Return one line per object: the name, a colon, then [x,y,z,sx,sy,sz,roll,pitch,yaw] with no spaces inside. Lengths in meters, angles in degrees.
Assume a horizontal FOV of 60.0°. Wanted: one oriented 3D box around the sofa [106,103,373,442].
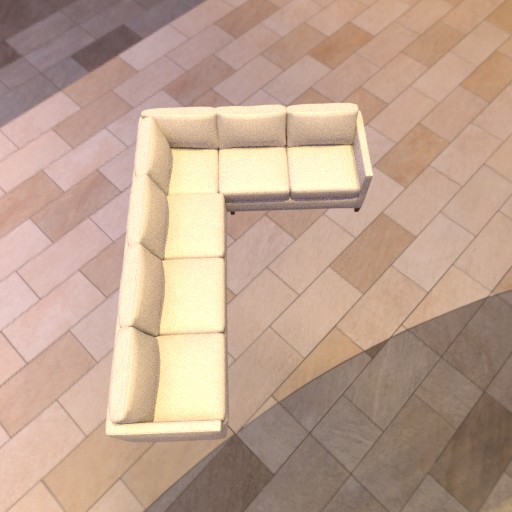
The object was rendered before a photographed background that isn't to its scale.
sofa: [0.000,0.000,4.407,2.522,0.934,3.333,-2,64,-1]
